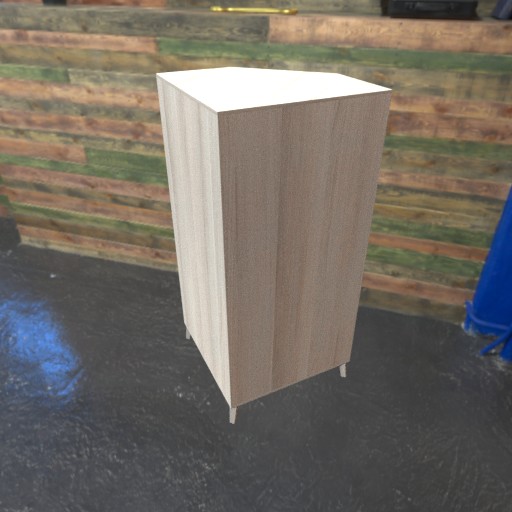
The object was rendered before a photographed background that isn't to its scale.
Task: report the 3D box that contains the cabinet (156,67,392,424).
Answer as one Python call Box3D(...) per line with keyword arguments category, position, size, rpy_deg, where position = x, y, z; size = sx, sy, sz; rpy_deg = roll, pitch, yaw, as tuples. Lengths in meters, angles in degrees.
Box3D(category="cabinet", position=(0.000, 0.000, 2.690), size=(1.272, 1.957, 0.969), rpy_deg=(10, 34, 16))
